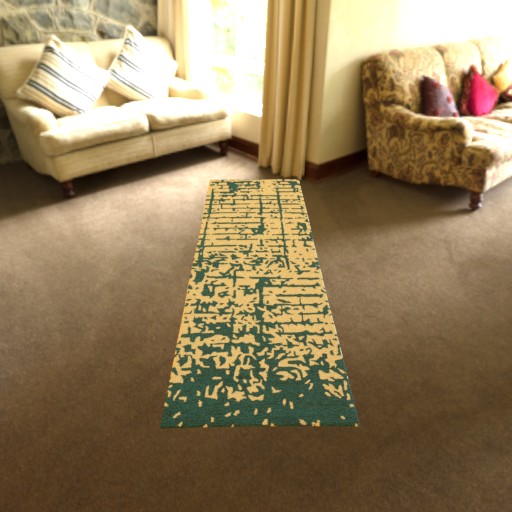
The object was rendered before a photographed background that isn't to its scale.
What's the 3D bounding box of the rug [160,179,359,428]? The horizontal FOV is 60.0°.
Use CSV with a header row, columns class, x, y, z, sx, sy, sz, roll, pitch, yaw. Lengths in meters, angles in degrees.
class,x,y,z,sx,sy,sz,roll,pitch,yaw
rug,0.000,0.000,2.694,0.750,0.011,2.435,0,32,-1
